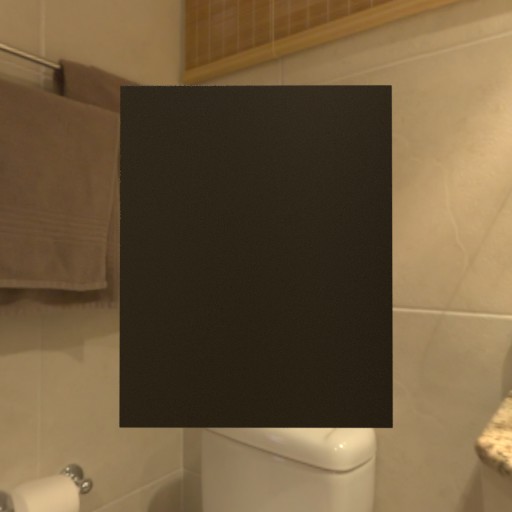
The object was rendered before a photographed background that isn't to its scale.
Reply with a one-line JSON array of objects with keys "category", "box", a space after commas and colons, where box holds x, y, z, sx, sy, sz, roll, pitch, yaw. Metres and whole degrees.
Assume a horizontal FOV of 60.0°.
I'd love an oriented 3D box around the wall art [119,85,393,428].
[{"category": "wall art", "box": [0.000, 0.000, 1.568, 0.950, 1.194, 0.053, 0, -1, 0]}]
